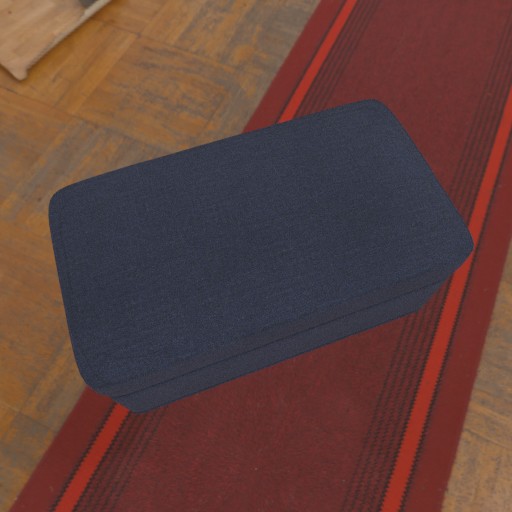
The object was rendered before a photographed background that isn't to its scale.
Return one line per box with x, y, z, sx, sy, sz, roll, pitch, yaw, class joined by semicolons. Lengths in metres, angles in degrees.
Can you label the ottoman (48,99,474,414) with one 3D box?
0.000;0.000;1.171;0.895;0.453;0.505;-18;66;-9;ottoman
